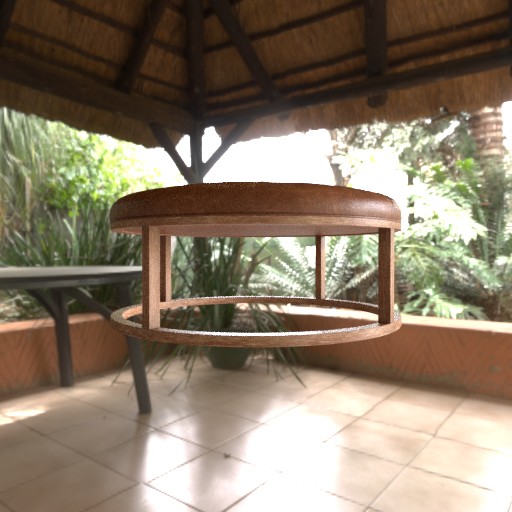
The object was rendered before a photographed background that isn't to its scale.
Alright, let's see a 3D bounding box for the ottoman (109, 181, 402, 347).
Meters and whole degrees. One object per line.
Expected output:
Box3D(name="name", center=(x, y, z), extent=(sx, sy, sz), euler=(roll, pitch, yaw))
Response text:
Box3D(name="ottoman", center=(0.000, 0.000, 1.595), extent=(1.006, 0.445, 1.006), euler=(0, 0, 0))
